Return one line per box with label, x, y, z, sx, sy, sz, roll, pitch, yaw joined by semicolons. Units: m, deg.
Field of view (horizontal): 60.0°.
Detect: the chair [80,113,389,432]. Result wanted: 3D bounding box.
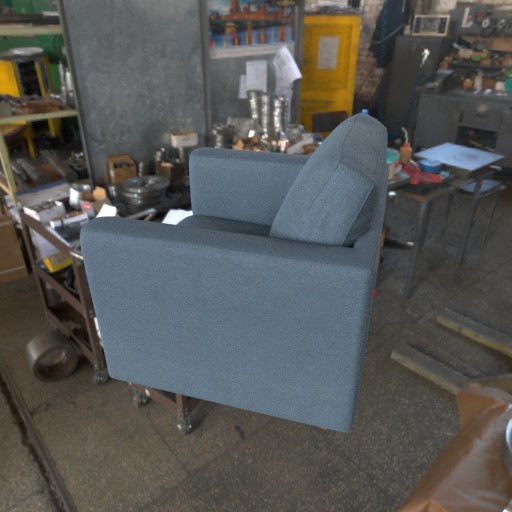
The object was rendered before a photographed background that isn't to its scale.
chair;0.000;0.000;1.554;0.820;0.922;0.855;8;31;15
